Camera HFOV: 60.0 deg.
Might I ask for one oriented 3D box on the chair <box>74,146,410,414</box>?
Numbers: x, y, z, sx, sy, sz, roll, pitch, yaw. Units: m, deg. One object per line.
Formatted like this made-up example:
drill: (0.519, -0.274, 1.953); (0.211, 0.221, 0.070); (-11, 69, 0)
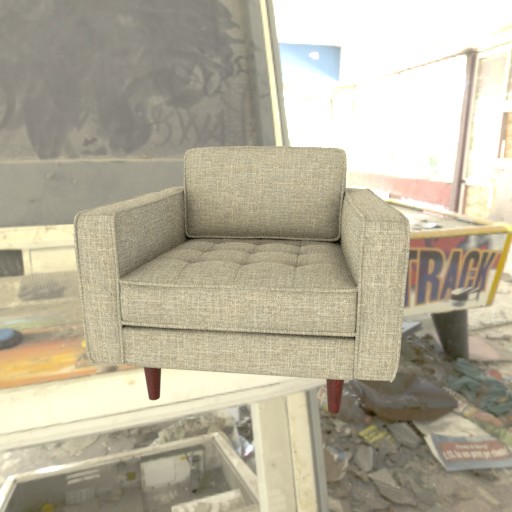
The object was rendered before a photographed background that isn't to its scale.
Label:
chair: (0.000, 0.000, 1.582); (0.889, 0.765, 0.914); (2, 14, 7)
